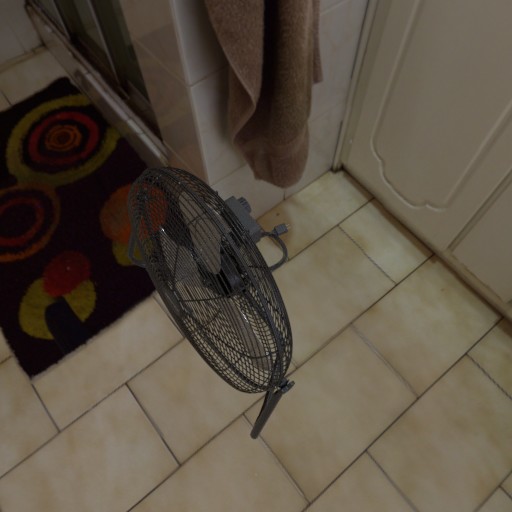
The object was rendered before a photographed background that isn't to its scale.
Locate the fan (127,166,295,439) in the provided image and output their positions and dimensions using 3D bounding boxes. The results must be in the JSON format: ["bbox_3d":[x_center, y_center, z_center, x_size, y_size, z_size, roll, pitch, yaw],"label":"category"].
[{"bbox_3d":[0.000,0.000,0.935,0.424,0.546,0.555,-34,68,-15],"label":"fan"}]
